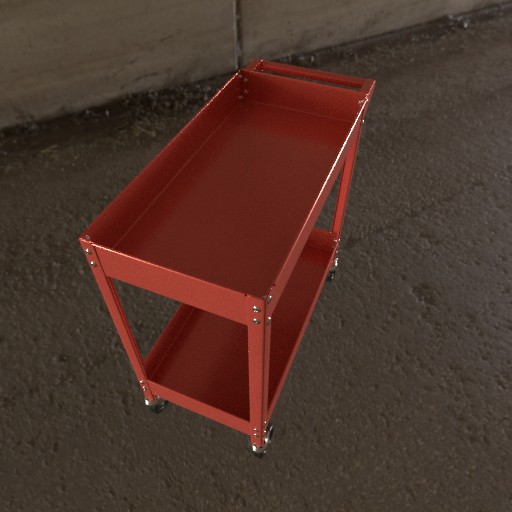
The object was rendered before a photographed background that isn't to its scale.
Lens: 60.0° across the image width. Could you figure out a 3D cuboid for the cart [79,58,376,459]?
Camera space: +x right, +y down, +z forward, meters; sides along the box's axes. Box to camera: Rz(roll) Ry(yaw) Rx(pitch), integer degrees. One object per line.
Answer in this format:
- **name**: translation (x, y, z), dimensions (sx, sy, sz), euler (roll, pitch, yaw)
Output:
- **cart**: translation (0.000, 0.000, 1.192), dimensions (0.366, 0.719, 0.779), euler (17, 50, 15)
